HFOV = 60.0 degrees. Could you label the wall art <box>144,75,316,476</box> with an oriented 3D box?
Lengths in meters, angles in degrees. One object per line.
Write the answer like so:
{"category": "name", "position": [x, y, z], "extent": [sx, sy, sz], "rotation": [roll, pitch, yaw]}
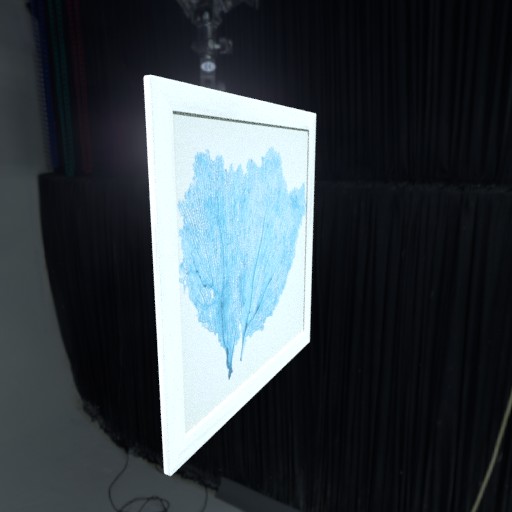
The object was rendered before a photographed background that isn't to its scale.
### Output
{"category": "wall art", "position": [0.000, 0.000, 0.876], "extent": [0.013, 0.584, 0.584], "rotation": [7, 14, 28]}
